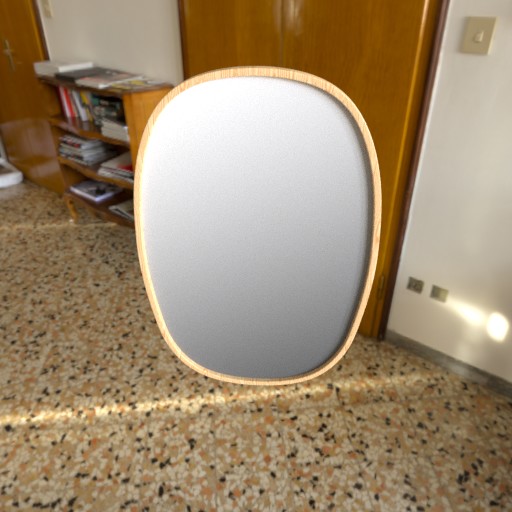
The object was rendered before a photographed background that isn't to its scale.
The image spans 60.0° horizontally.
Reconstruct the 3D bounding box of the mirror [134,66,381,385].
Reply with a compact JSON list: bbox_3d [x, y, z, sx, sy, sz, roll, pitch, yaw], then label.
[{"bbox_3d":[0.000,0.000,1.358,0.724,1.075,0.037,2,31,3],"label":"mirror"}]
